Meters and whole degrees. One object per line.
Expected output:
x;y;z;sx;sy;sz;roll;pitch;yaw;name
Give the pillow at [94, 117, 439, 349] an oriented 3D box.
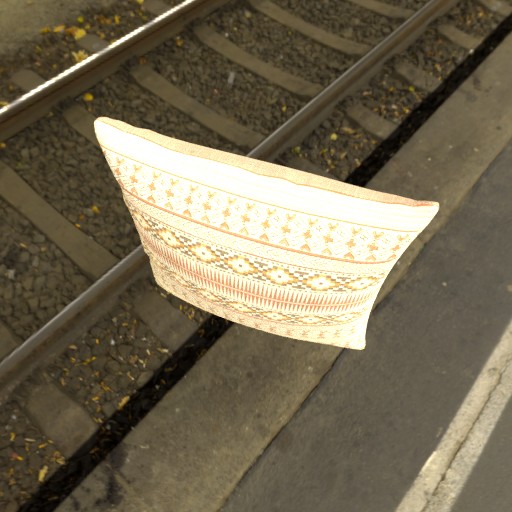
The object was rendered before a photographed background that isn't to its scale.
0.000;0.000;0.834;0.521;0.519;0.215;17;60;10;pillow
